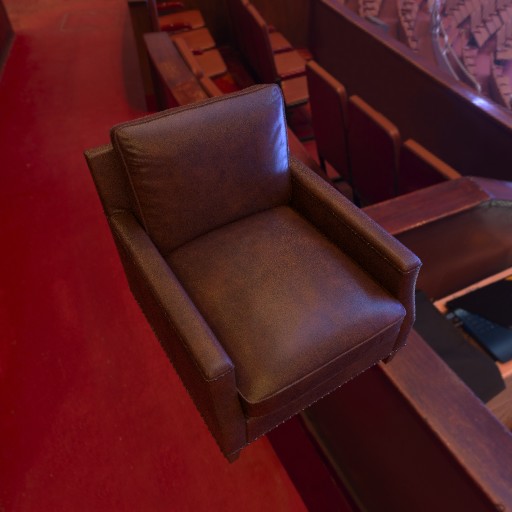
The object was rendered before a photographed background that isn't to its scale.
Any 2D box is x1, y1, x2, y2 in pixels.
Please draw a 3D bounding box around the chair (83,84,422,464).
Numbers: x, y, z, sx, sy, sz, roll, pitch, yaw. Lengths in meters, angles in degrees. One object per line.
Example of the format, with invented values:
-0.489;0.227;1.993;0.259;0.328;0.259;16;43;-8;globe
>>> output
0.000;0.000;1.691;0.853;0.929;1.014;-24;50;-22;chair
